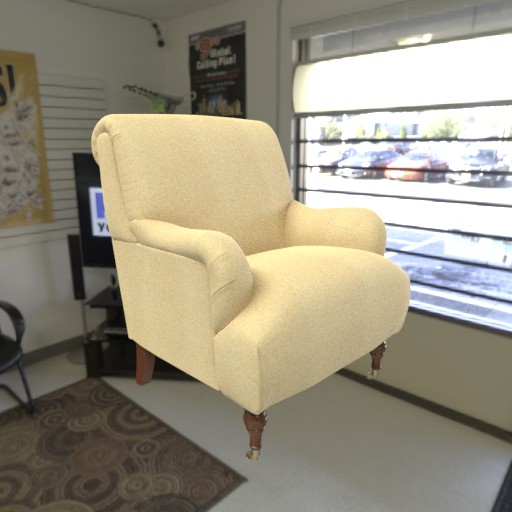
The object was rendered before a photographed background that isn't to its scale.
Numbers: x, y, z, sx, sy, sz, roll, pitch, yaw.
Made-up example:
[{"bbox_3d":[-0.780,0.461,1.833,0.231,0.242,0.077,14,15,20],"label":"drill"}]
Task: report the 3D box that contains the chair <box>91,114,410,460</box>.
[{"bbox_3d":[0.000,0.000,1.516,0.766,0.944,0.842,-14,20,-43],"label":"chair"}]
